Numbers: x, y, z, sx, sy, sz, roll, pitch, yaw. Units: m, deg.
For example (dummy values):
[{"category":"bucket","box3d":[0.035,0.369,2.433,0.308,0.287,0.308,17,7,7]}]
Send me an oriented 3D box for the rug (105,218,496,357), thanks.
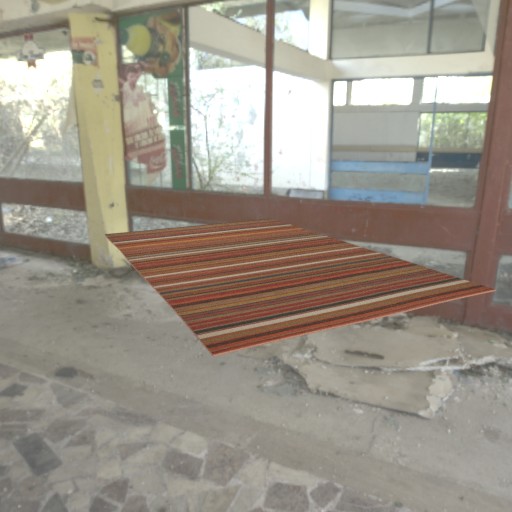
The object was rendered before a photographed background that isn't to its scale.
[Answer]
[{"category":"rug","box3d":[0.000,0.000,2.285,1.217,0.007,1.828,-8,17,-26]}]
